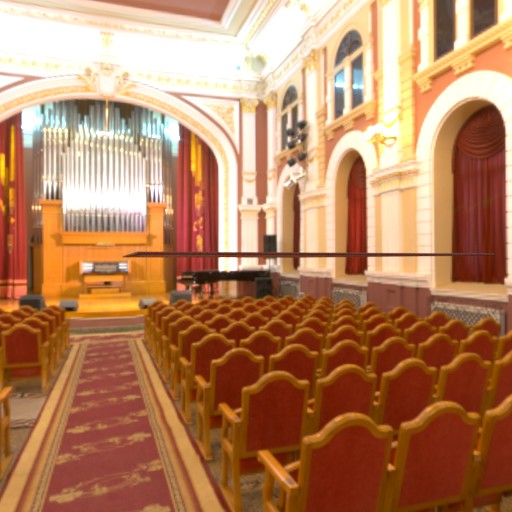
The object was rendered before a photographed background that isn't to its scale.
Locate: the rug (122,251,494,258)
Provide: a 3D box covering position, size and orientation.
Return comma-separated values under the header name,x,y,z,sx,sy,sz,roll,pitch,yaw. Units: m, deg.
name,x,y,z,sx,sy,sz,roll,pitch,yaw
rug,0.000,0.000,2.857,1.599,0.011,2.210,0,0,-18
